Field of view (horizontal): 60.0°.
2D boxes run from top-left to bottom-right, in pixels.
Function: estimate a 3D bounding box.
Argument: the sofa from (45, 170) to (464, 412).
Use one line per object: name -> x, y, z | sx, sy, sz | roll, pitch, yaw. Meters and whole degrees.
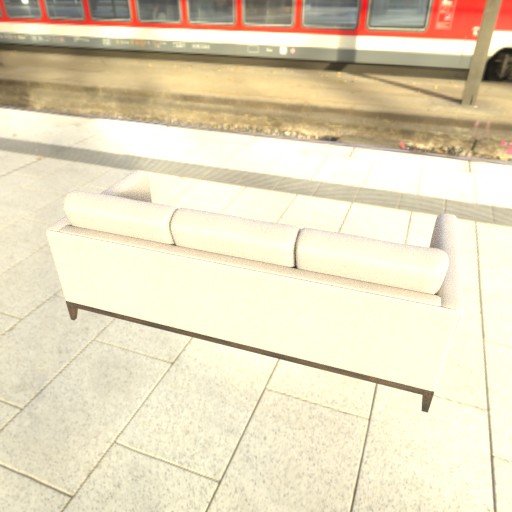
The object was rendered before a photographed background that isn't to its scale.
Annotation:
sofa -> 0.000, 0.000, 2.680 | 2.210, 0.838, 0.959 | 11, 34, 16
